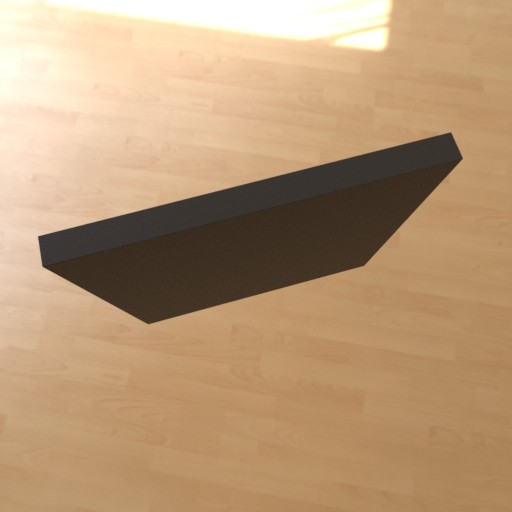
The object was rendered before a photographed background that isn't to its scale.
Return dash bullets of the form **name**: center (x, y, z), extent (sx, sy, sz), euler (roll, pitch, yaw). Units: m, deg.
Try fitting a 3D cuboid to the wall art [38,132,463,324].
- **wall art**: center (0.000, 0.000, 0.763), extent (0.507, 0.507, 0.038), euler (-15, 75, -4)
